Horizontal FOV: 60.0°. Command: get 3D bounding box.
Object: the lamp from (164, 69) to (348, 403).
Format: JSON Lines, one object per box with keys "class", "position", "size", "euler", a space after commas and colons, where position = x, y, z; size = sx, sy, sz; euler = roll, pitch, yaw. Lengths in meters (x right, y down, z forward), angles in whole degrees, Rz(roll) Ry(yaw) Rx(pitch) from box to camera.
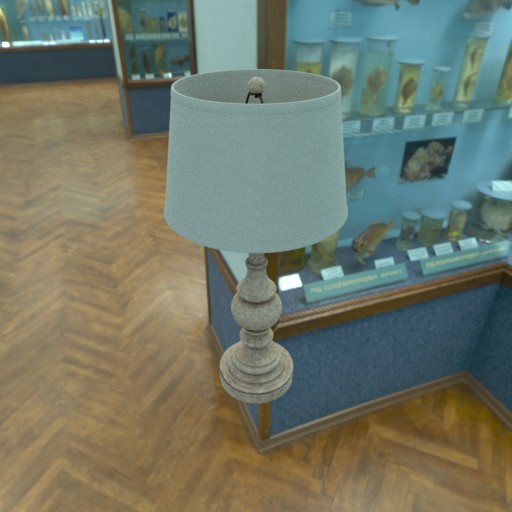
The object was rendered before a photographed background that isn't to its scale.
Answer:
{"class": "lamp", "position": [0.000, 0.000, 0.891], "size": [0.340, 0.678, 0.340], "euler": [0, 32, 0]}
